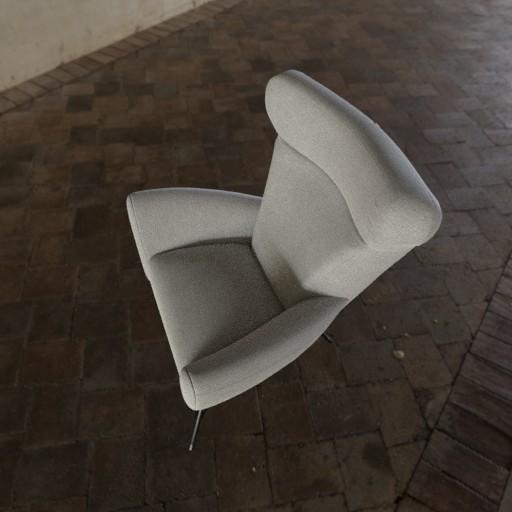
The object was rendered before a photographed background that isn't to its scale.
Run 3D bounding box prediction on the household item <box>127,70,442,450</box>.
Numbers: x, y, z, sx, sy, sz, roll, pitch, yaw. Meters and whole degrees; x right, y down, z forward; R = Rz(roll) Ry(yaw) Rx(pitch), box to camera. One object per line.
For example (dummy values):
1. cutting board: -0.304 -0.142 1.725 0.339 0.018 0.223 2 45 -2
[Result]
1. household item: 0.000 0.000 1.726 0.900 1.050 0.980 -16 49 -15
